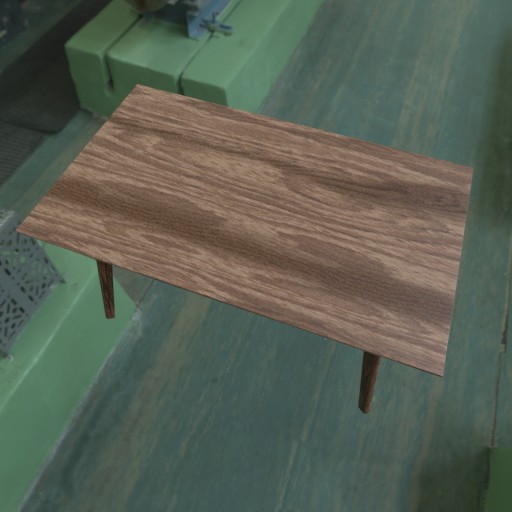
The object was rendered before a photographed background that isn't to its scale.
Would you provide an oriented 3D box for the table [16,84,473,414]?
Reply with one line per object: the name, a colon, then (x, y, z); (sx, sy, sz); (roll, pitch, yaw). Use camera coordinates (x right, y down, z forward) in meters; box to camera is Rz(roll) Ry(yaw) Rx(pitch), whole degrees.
table: (0.000, 0.000, 1.801); (1.349, 0.724, 0.801); (17, 59, 11)
